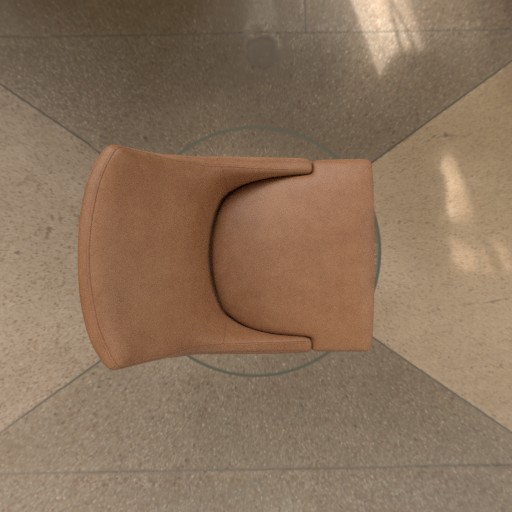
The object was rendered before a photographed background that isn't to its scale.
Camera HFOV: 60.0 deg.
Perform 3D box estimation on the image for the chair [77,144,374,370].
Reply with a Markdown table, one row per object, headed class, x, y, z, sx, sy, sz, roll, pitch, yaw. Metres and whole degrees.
| class | x | y | z | sx | sy | sz | roll | pitch | yaw |
| --- | --- | --- | --- | --- | --- | --- | --- | --- | --- |
| chair | 0.000 | 0.000 | 1.500 | 0.861 | 0.909 | 0.701 | 0 | 91 | 0 |
